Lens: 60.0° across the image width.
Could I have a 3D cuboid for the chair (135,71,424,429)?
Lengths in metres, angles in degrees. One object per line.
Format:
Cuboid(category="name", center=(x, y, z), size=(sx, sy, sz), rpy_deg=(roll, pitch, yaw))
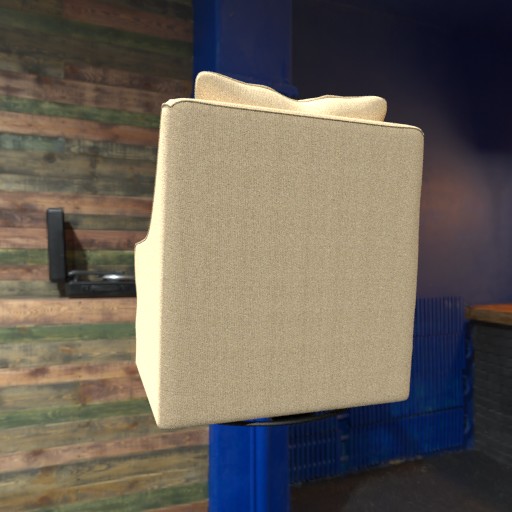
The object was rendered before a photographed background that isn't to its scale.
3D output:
Cuboid(category="chair", center=(0.000, 0.000, 1.542), size=(0.760, 0.927, 0.876), rpy_deg=(0, -1, -19))
